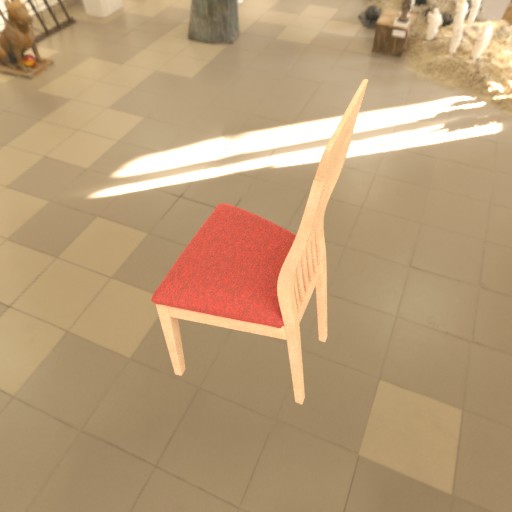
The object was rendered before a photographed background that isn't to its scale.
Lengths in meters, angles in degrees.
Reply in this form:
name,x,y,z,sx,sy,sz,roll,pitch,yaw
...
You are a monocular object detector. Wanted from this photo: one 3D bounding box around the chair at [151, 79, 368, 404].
name,x,y,z,sx,sy,sz,roll,pitch,yaw
chair,0.000,0.000,1.307,0.474,1.027,0.460,17,50,15
